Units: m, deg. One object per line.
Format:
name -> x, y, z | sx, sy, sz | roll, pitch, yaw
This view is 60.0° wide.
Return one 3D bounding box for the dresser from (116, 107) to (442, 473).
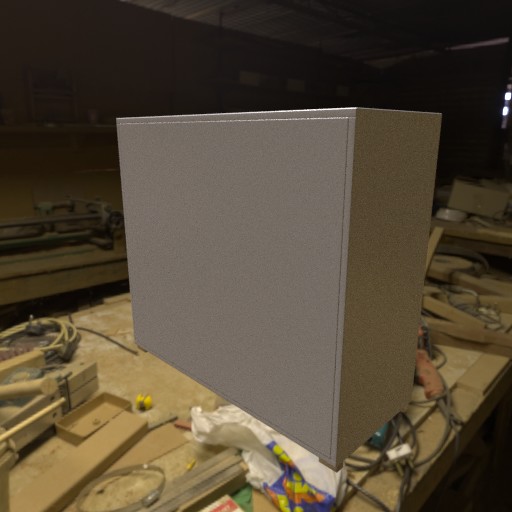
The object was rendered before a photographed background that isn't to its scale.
dresser -> 0.000, 0.000, 1.663 | 1.100, 1.000, 0.460 | 15, 21, 43
